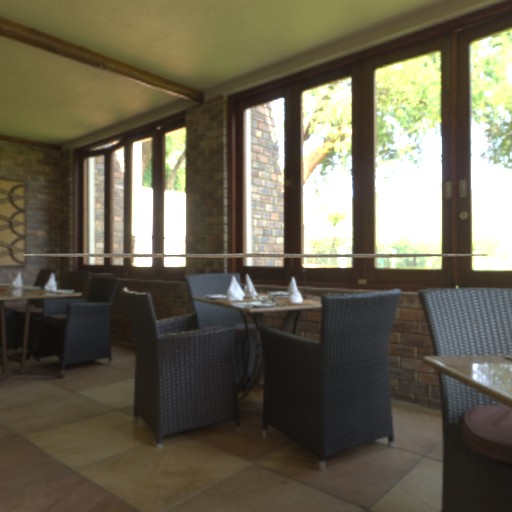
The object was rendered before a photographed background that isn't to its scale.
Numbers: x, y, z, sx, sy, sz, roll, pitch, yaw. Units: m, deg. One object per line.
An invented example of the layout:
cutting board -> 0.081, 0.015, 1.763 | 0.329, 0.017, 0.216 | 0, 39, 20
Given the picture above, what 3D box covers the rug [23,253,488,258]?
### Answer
rug -> 0.000, 0.000, 2.775 | 2.133, 0.013, 1.522 | 0, -1, 0
